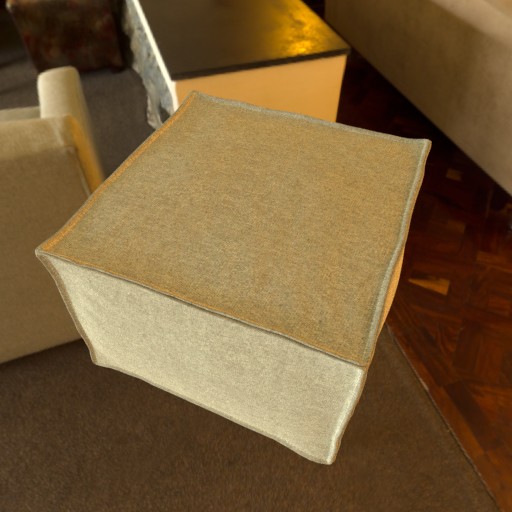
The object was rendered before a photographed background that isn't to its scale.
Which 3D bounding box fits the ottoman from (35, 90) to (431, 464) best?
[{"bbox_3d":[0.000,0.000,1.130,0.696,0.470,0.707,17,51,15],"label":"ottoman"}]
